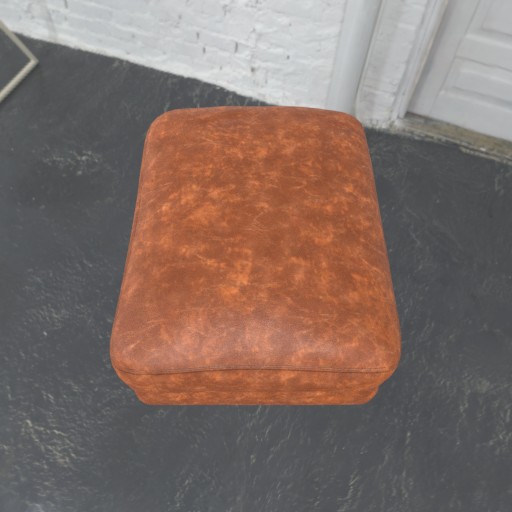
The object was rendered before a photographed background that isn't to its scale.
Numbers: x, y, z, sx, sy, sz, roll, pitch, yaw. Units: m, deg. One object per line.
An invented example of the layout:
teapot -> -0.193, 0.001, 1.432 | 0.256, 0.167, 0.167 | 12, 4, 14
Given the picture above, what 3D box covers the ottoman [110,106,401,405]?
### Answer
ottoman -> 0.000, 0.000, 1.290 | 0.657, 0.562, 0.832 | 0, 59, 0
